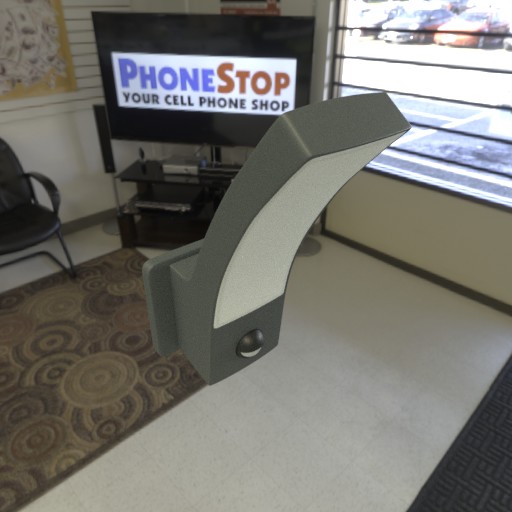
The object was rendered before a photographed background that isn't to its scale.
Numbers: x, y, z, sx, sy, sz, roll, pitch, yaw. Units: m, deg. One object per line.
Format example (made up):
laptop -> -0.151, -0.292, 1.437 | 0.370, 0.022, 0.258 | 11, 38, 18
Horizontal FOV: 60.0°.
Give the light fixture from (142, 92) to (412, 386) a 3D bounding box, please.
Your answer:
light fixture -> 0.000, 0.000, 0.328 | 0.108, 0.243, 0.174 | -23, 37, -34
